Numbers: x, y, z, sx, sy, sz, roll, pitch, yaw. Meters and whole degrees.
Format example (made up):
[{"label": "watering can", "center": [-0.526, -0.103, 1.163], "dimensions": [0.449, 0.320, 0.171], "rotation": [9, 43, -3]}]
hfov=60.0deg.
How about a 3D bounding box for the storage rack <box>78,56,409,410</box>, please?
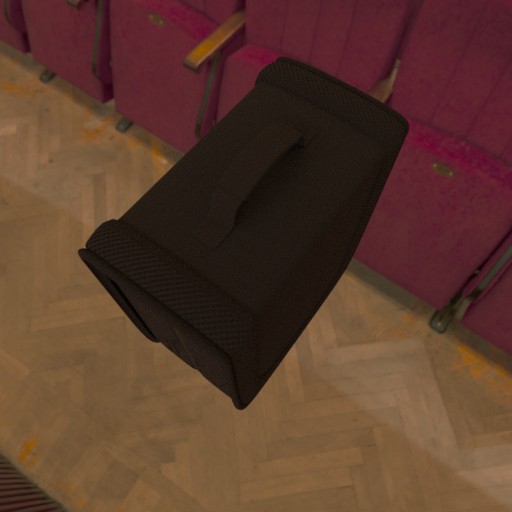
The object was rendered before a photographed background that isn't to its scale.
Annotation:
[{"label": "storage rack", "center": [0.000, 0.000, 0.540], "dimensions": [0.168, 0.387, 0.297], "rotation": [34, 68, 15]}]
